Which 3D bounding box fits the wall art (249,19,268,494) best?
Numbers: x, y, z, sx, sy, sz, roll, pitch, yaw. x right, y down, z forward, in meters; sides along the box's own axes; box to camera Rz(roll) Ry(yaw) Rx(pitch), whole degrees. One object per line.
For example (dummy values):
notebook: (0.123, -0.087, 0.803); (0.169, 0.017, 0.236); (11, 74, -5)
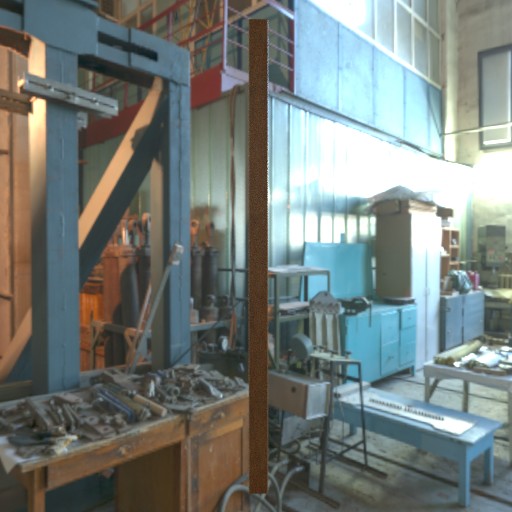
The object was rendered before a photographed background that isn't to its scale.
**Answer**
wall art: (0.000, 0.000, 1.157); (0.037, 0.914, 0.610); (0, 1, -1)
